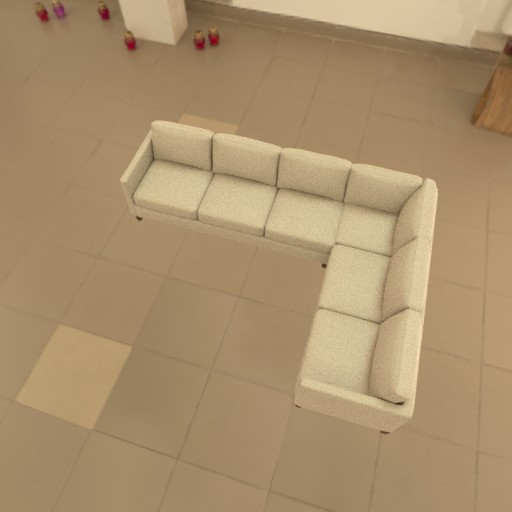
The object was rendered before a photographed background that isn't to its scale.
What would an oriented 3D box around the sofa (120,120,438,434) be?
[{"bbox_3d":[0.000,0.000,4.546,3.333,0.934,2.522,14,59,9],"label":"sofa"}]
